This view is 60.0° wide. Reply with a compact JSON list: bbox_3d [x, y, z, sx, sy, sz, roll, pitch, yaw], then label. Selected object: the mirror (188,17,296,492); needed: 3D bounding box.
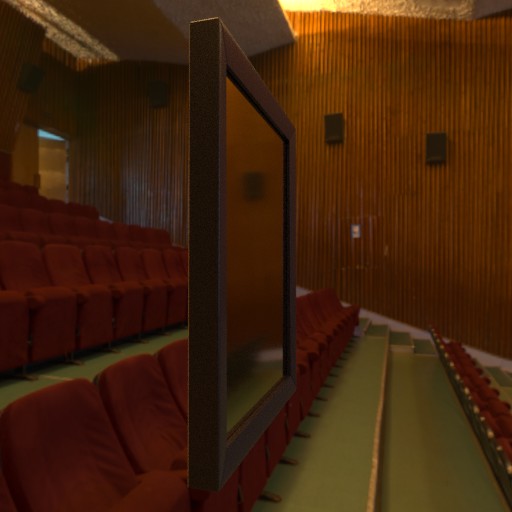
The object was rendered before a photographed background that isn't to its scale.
[{"bbox_3d":[0.000,0.000,0.673,0.041,0.508,0.405,0,-1,17],"label":"mirror"}]
